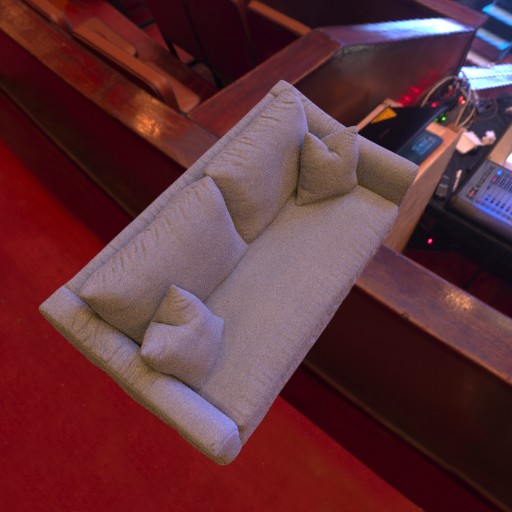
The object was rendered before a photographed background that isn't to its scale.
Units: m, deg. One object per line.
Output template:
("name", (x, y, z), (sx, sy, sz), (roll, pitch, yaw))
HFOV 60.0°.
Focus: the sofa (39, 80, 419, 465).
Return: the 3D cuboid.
("sofa", (0.000, 0.000, 2.589), (1.072, 1.018, 2.010), (32, 64, 18))
